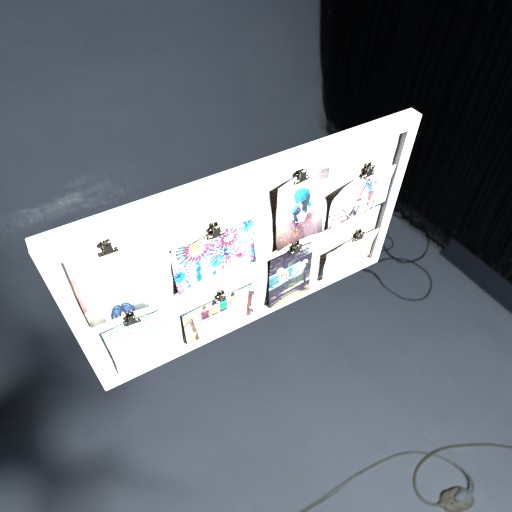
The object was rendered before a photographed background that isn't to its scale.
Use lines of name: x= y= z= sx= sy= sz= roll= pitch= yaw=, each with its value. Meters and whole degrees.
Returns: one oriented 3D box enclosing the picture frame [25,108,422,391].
picture frame: x=0.000 y=0.000 z=0.791 sx=0.647 sy=0.379 sz=0.044 roll=-23 pitch=52 yaw=-20
